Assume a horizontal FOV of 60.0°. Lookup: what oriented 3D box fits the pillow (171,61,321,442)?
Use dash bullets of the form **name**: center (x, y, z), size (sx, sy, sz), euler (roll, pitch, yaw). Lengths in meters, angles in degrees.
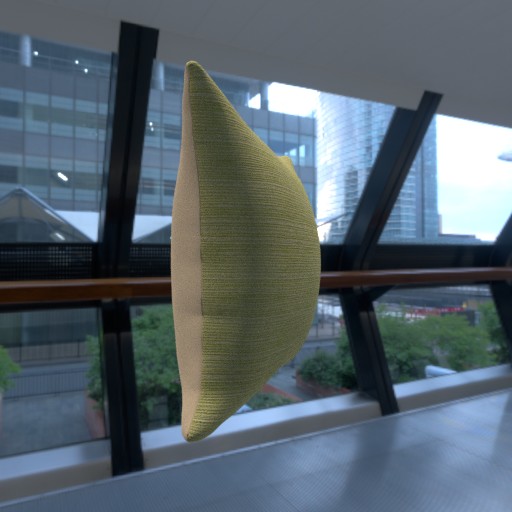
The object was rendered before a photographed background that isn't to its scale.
- **pillow**: center (0.000, 0.000, 0.813), size (0.229, 0.487, 0.560), euler (0, -2, 17)
